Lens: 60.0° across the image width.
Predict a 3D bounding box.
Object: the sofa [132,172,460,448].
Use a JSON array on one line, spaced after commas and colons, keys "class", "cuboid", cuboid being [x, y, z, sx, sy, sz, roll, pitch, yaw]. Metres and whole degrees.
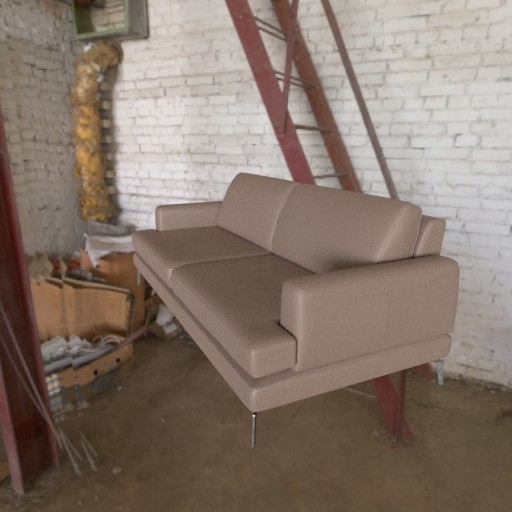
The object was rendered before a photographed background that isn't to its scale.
[{"class": "sofa", "cuboid": [0.000, 0.000, 2.395, 0.974, 0.765, 1.940, -7, 17, -25]}]
